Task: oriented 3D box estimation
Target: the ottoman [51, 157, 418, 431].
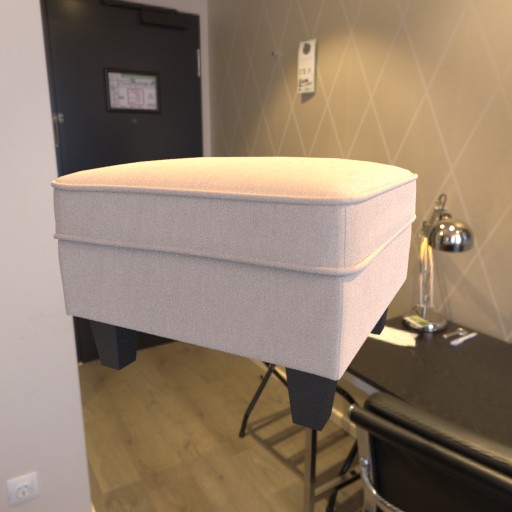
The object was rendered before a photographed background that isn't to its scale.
[{"bbox_3d":[0.000,0.000,1.005,0.613,0.438,0.616,7,15,27],"label":"ottoman"}]
